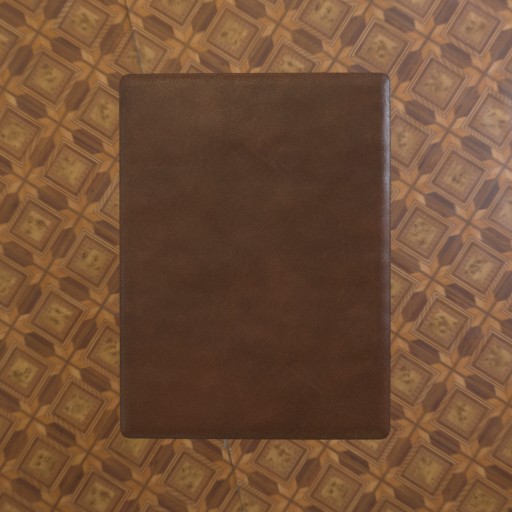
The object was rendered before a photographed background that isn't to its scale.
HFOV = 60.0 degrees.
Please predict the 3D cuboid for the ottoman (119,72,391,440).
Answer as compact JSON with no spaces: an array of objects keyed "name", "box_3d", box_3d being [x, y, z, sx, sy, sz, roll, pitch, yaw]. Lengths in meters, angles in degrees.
[{"name":"ottoman","box_3d":[0.000,0.000,1.166,0.588,0.509,0.795,0,91,1]}]
